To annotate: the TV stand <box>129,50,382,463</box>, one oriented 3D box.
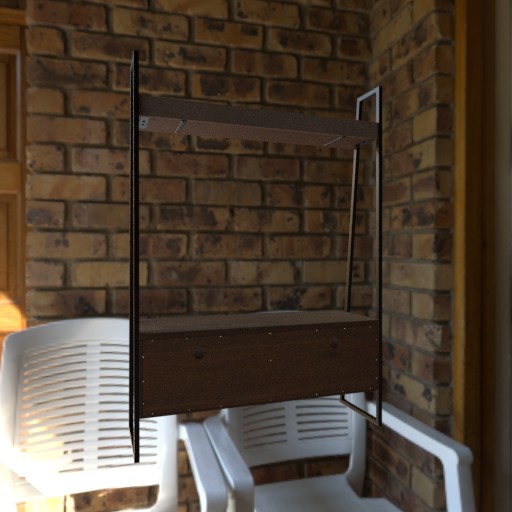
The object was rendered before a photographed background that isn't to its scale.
[{"bbox_3d":[0.000,0.000,2.295,1.250,1.772,0.432,0,0,-19],"label":"TV stand"}]
